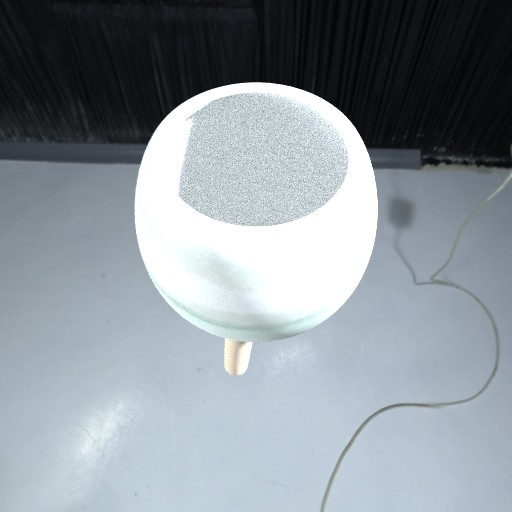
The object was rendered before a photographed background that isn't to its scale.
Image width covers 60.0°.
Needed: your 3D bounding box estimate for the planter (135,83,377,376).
[{"bbox_3d":[0.000,0.000,0.346,0.161,0.224,0.161,0,58,0],"label":"planter"}]
